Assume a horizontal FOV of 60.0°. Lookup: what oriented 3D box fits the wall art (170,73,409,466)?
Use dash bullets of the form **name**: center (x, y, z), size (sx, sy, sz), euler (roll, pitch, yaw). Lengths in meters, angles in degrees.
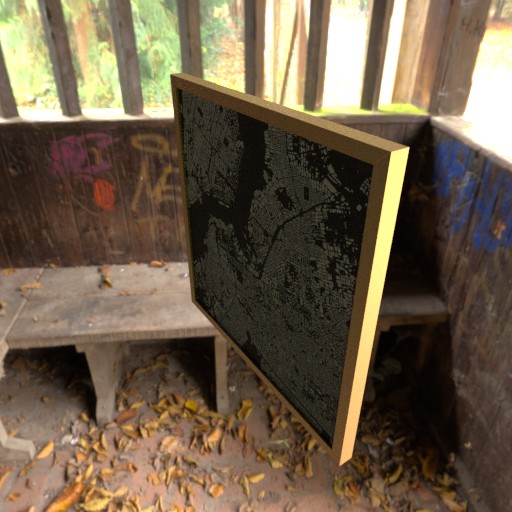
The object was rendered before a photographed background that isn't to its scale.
- **wall art**: center (0.000, 0.000, 2.839), size (0.099, 1.926, 1.926), euler (-20, 37, -28)
